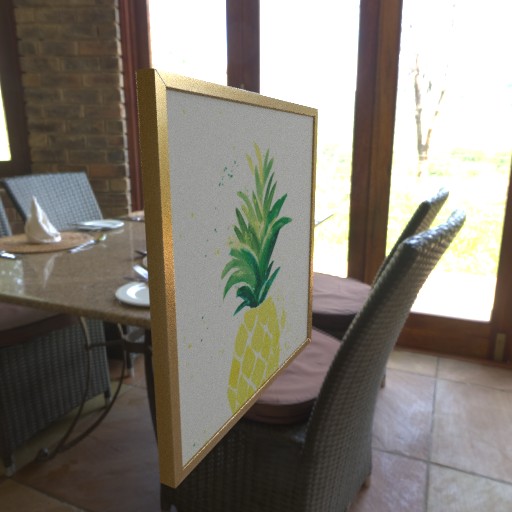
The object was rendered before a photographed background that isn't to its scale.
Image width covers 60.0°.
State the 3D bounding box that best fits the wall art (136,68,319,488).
[{"bbox_3d":[0.000,0.000,1.108,0.037,0.760,0.762,7,15,26],"label":"wall art"}]
